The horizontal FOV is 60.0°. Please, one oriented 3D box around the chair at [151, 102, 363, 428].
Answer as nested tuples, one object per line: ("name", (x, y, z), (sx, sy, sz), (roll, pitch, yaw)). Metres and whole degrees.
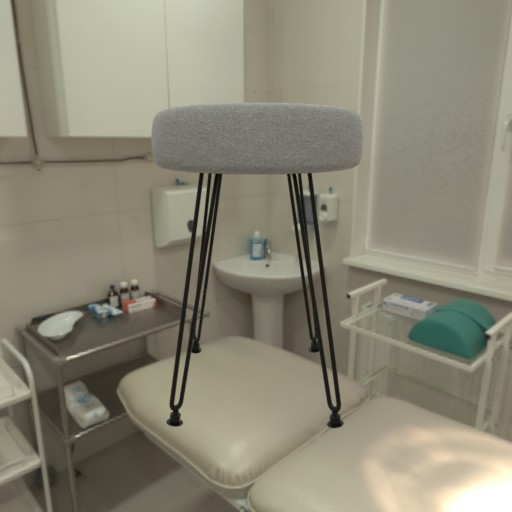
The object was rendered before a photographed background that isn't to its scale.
("chair", (0.000, 0.000, 0.692), (0.350, 0.440, 0.350), (14, 20, 43))
